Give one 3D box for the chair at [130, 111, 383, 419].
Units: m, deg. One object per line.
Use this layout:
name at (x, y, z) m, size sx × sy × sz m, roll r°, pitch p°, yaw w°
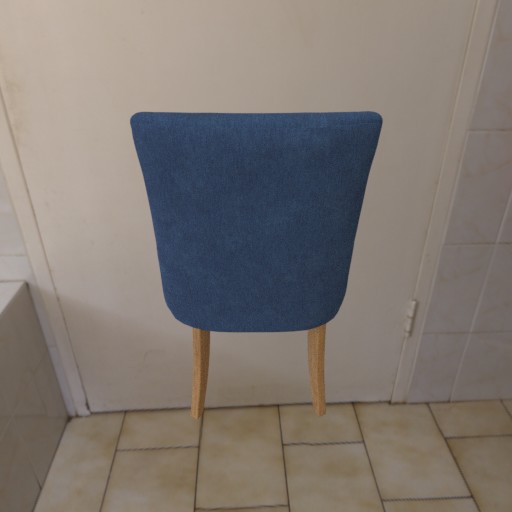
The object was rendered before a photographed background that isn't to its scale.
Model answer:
chair at (0.000, 0.000, 1.259) m, size 0.495 × 0.902 × 0.609 m, roll 0°, pitch 30°, yaw 0°
